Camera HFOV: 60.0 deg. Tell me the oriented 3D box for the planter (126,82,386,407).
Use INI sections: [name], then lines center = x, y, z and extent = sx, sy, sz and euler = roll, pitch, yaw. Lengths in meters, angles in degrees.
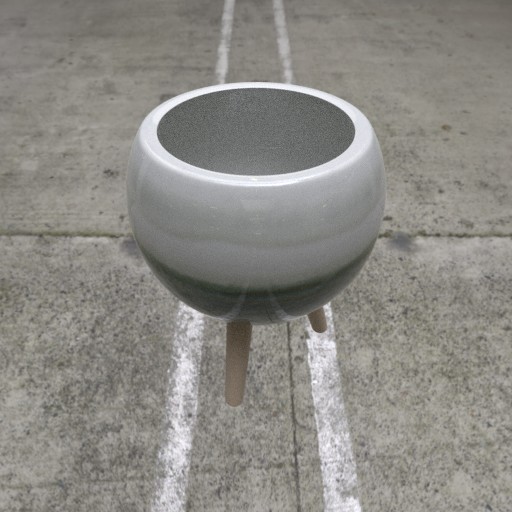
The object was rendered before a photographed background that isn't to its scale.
[planter]
center = 0.000, 0.000, 0.439
extent = 0.222, 0.278, 0.222
euler = 0, 41, 0
